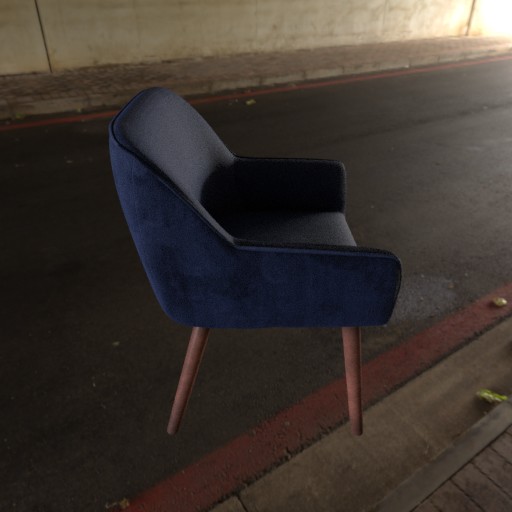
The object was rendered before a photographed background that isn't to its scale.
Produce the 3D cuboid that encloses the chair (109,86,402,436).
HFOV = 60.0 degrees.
[{"bbox_3d":[0.000,0.000,1.217,0.600,0.820,0.600,-1,31,-2],"label":"chair"}]
